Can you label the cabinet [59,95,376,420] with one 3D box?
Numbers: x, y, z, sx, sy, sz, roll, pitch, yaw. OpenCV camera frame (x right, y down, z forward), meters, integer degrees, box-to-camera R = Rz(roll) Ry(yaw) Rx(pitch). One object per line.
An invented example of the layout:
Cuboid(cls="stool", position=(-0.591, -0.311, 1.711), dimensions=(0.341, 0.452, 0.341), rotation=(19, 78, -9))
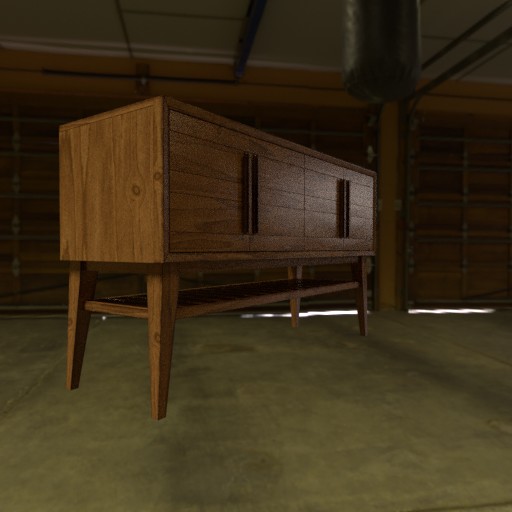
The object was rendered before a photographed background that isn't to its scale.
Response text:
Cuboid(cls="cabinet", position=(0.000, 0.000, 1.757), dimensions=(0.477, 0.802, 1.363), rotation=(1, 1, 36))
